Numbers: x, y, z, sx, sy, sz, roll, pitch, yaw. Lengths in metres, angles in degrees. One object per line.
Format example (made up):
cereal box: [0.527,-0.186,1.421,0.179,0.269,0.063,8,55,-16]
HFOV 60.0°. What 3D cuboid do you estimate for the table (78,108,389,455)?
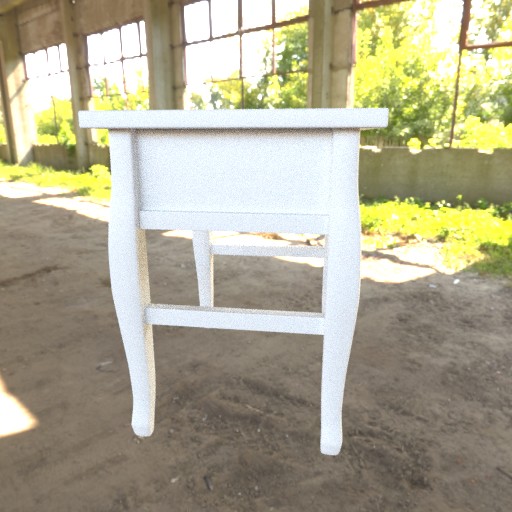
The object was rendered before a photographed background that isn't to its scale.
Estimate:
table: [0.000,0.000,1.008,0.463,0.605,0.599,2,15,8]
